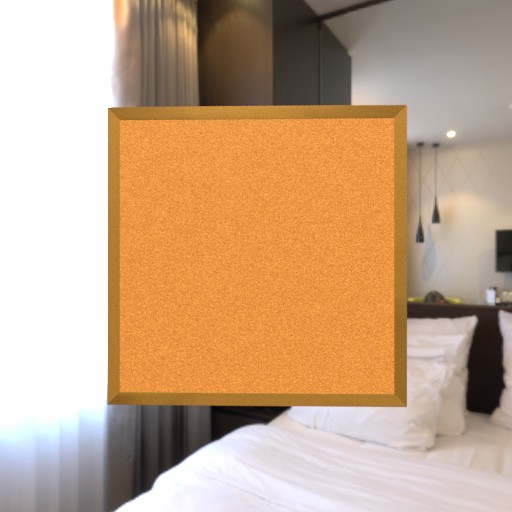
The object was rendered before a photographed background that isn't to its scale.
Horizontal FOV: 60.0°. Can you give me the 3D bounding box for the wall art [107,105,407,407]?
[{"bbox_3d":[0.000,0.000,1.146,0.762,0.762,0.038,0,0,1],"label":"wall art"}]
